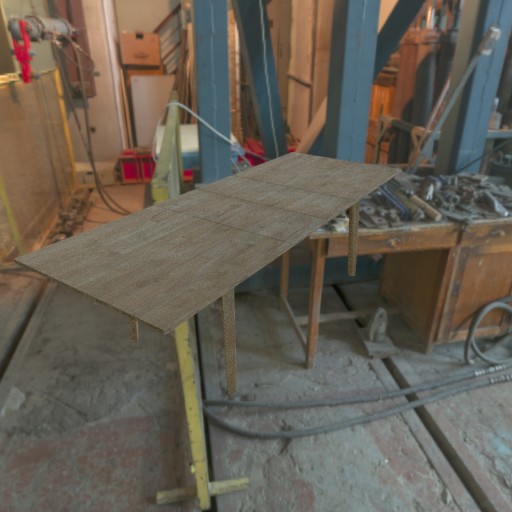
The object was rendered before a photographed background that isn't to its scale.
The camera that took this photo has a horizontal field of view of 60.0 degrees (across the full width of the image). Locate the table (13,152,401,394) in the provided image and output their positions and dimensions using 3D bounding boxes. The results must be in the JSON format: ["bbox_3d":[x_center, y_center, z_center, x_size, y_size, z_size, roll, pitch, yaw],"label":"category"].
[{"bbox_3d":[0.000,0.000,2.973,1.000,0.752,2.603,17,31,31],"label":"table"}]
